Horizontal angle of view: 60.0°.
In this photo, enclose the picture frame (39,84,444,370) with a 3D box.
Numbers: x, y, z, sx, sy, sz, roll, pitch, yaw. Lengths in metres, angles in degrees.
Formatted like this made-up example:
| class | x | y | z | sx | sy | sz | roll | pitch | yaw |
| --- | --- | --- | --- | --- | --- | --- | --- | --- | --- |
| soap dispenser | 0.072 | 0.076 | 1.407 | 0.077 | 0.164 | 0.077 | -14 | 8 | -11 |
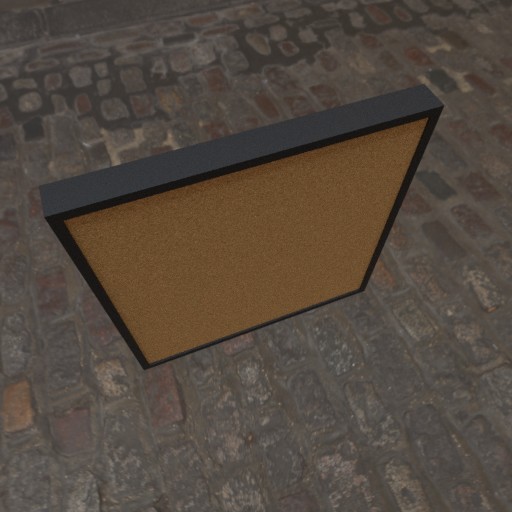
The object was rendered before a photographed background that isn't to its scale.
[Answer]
| class | x | y | z | sx | sy | sz | roll | pitch | yaw |
| --- | --- | --- | --- | --- | --- | --- | --- | --- | --- |
| picture frame | 0.000 | 0.000 | 0.470 | 0.317 | 0.317 | 0.030 | -18 | 59 | -11 |
